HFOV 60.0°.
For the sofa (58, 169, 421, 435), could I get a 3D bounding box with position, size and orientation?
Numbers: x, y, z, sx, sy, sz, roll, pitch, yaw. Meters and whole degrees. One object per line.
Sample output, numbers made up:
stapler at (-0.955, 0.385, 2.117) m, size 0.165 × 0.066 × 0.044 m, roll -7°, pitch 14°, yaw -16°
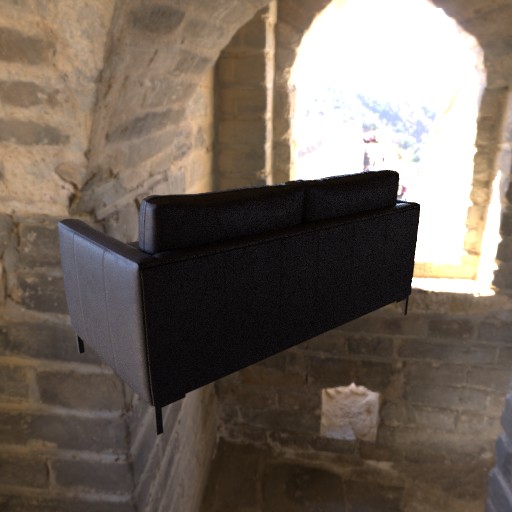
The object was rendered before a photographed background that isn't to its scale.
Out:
sofa at (0.000, 0.000, 2.380) m, size 1.805 × 0.883 × 0.947 m, roll -15°, pitch 22°, yaw -40°
